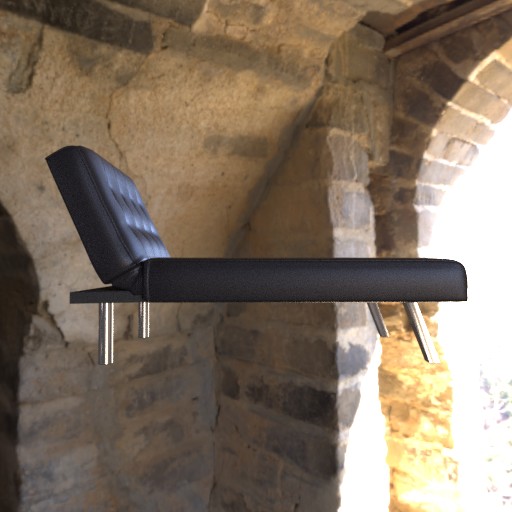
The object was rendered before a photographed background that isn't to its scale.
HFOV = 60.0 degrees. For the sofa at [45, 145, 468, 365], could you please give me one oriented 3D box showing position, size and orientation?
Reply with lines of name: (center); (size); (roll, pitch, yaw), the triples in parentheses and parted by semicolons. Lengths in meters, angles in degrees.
sofa: (0.000, 0.000, 1.989); (1.560, 0.820, 0.760); (0, -1, -1)
